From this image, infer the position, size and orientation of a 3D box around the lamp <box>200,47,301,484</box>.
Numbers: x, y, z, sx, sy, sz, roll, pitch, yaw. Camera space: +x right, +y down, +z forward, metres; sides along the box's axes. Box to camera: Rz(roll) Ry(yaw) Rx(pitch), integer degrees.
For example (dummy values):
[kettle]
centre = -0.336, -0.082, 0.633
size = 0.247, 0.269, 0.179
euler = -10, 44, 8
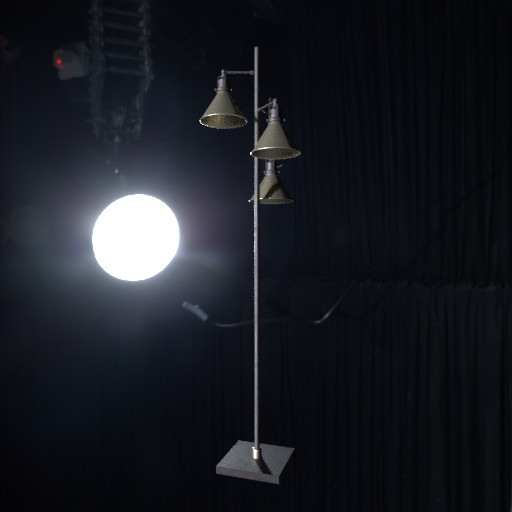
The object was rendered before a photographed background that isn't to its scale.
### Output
[lamp]
centre = 0.000, 0.000, 1.853
size = 0.428, 1.716, 0.415
euler = 0, 0, 18
